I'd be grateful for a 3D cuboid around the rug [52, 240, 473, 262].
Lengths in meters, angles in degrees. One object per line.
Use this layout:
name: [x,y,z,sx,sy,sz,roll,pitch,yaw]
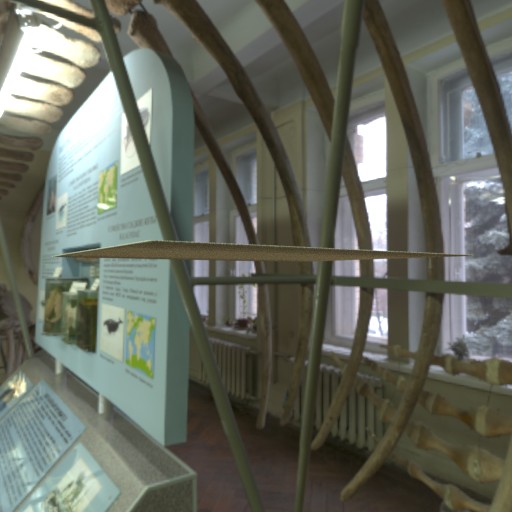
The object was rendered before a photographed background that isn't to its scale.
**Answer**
rug: [0.000,0.000,4.078,3.037,0.010,2.453,2,-3,-35]
